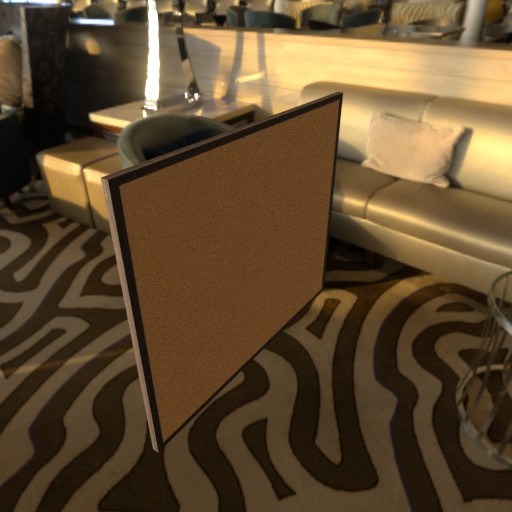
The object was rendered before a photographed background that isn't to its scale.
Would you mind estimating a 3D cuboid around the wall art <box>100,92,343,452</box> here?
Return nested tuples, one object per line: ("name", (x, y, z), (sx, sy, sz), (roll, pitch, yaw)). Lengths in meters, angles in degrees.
("wall art", (0.000, 0.000, 1.473), (0.023, 0.875, 1.033), (21, 37, 30))
